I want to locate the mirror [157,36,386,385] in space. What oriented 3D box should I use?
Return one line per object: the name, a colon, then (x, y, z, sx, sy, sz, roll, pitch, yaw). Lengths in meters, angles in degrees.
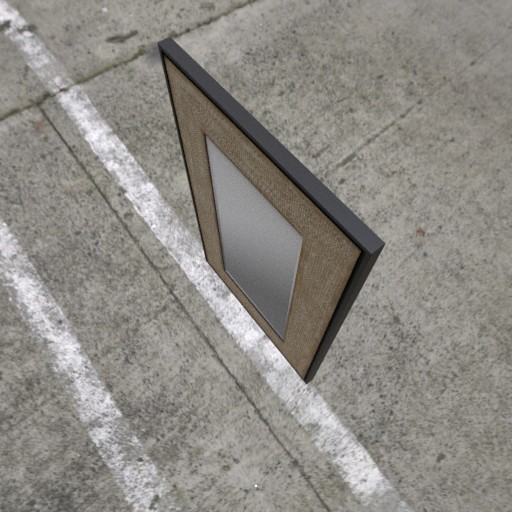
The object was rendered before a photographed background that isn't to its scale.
mirror: (0.000, 0.000, 1.524, 0.038, 1.219, 0.762, -35, 68, -16)
